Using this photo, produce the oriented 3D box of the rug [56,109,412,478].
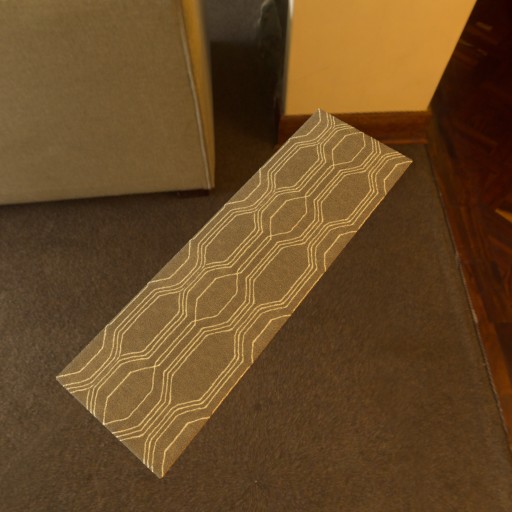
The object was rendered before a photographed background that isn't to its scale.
[{"bbox_3d":[0.000,0.000,2.681,0.773,0.012,2.464,35,68,16],"label":"rug"}]
